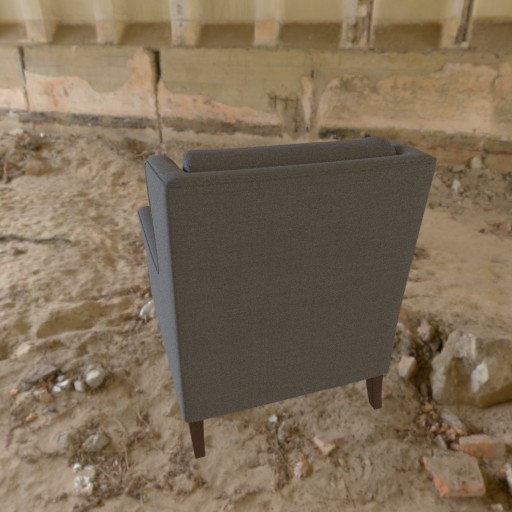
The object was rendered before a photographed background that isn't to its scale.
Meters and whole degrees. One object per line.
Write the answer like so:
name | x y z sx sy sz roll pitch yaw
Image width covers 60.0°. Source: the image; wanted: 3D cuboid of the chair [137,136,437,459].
chair | 0.000 0.000 1.841 0.866 1.056 1.040 -8 27 -17
